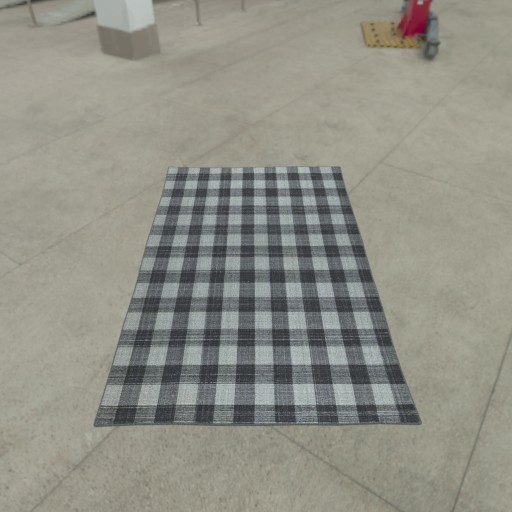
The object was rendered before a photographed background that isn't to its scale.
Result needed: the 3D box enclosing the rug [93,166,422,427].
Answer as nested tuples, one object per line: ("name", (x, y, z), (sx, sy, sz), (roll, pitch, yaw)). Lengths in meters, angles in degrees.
("rug", (0.000, 0.000, 3.031), (1.554, 0.011, 2.476), (0, 40, 0))
